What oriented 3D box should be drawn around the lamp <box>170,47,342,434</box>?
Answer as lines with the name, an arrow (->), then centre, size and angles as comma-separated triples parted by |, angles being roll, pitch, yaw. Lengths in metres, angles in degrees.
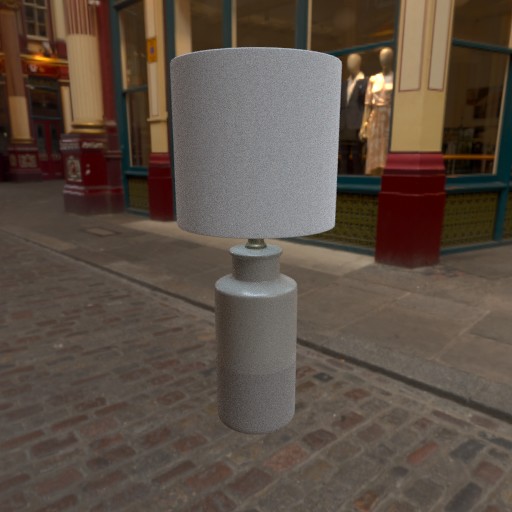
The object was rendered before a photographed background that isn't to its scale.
lamp -> 0.000, 0.000, 0.616 | 0.212, 0.493, 0.212 | 13, 19, 42
